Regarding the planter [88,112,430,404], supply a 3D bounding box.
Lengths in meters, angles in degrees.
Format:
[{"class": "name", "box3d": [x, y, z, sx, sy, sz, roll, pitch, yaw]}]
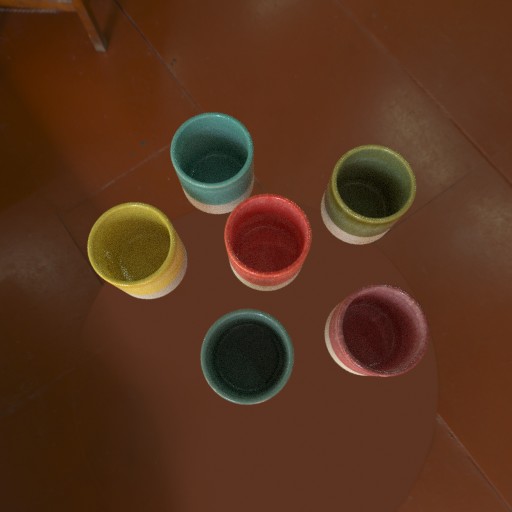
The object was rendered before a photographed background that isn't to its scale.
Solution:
[{"class": "planter", "box3d": [0.000, 0.000, 0.412, 0.286, 0.075, 0.257, -2, 76, 0]}]
